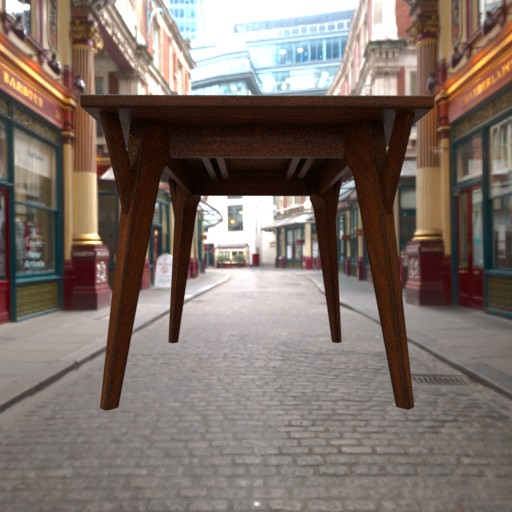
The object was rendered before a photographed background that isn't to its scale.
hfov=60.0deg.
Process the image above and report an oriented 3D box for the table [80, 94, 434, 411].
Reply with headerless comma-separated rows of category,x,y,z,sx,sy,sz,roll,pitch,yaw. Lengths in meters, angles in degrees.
table,0.000,0.000,1.539,0.838,0.761,0.991,0,-1,-1
